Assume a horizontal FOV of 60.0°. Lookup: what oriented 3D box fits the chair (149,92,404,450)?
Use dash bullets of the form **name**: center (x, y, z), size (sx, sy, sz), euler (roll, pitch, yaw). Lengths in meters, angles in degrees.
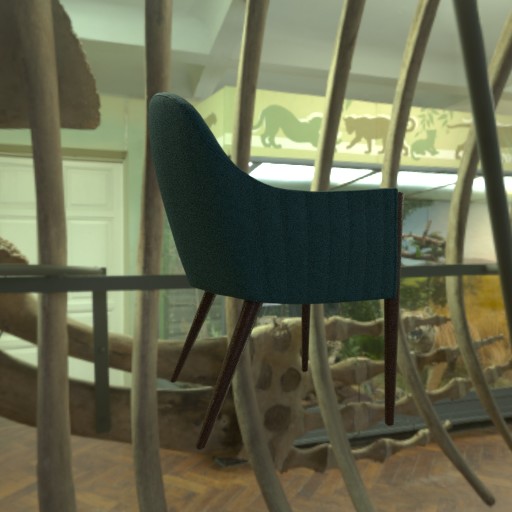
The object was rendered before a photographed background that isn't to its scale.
- **chair**: center (0.000, 0.000, 1.382), size (0.652, 0.907, 0.656), euler (0, 0, -17)
